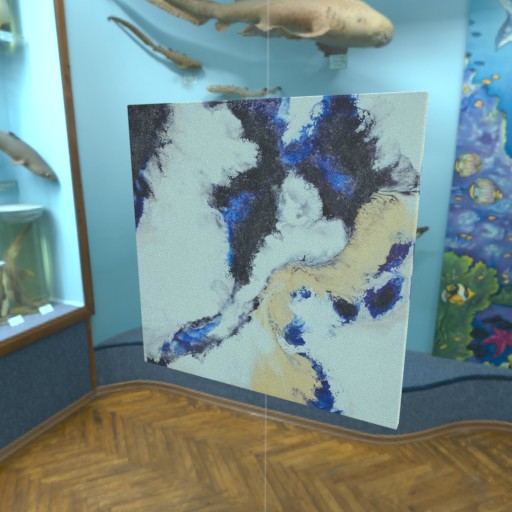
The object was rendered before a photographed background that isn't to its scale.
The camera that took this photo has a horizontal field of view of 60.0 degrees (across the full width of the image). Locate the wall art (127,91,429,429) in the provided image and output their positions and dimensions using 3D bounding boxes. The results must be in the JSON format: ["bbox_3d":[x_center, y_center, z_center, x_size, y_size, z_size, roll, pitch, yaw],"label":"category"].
[{"bbox_3d":[0.000,0.000,1.323,0.887,0.885,0.038,7,16,26],"label":"wall art"}]
